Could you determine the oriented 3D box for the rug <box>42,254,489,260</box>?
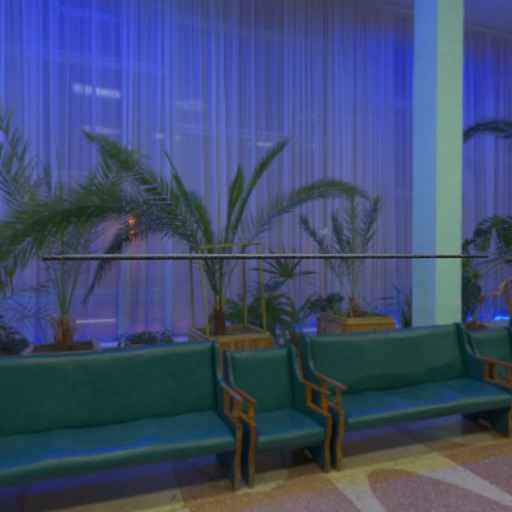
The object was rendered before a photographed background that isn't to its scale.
[{"bbox_3d":[0.000,0.000,2.877,2.330,0.017,1.478,0,1,-18],"label":"rug"}]
